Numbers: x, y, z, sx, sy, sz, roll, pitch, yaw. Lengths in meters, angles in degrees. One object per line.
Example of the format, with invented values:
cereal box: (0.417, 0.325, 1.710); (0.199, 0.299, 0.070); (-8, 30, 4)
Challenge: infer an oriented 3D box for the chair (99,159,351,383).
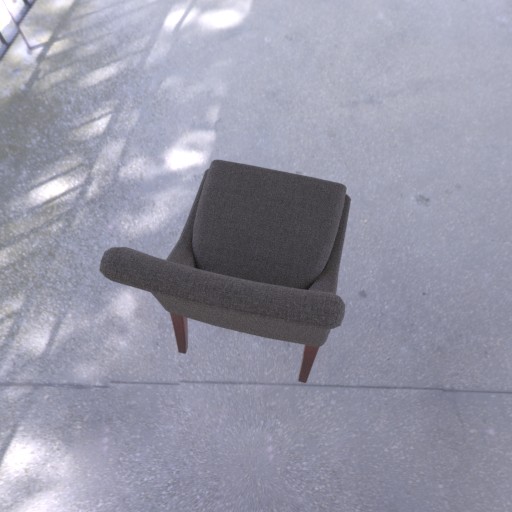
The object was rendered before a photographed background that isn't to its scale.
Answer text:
chair: (0.000, 0.000, 1.322); (0.508, 0.952, 0.655); (12, 65, 6)
